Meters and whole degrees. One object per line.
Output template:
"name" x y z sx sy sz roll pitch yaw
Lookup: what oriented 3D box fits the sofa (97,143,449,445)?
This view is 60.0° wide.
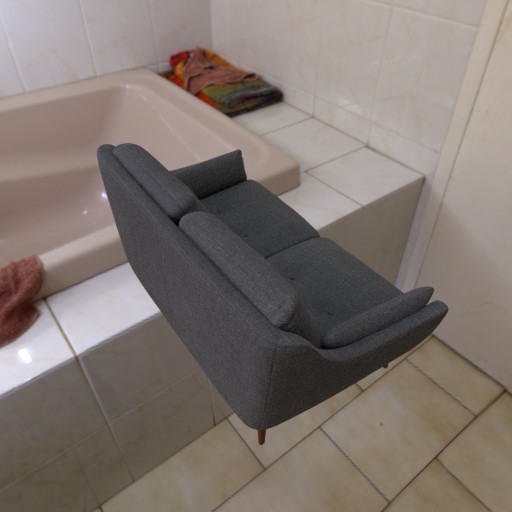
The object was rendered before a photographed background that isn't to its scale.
"sofa" 0.000 0.000 2.237 0.976 0.887 1.646 -25 47 -25
